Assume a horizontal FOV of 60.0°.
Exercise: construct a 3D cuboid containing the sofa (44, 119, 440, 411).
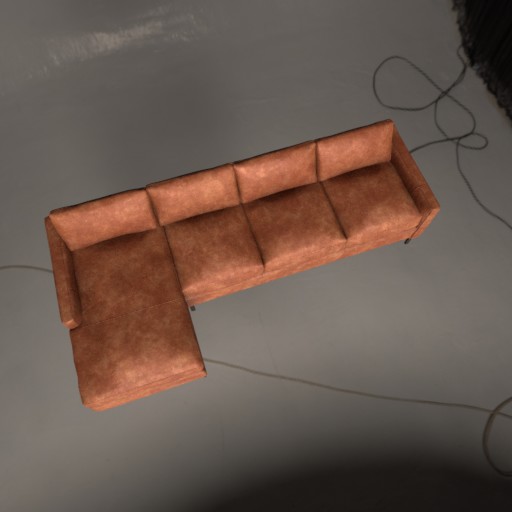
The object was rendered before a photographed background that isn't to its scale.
[{"bbox_3d":[0.000,0.000,3.531,2.993,0.859,1.471,-17,67,-8],"label":"sofa"}]
